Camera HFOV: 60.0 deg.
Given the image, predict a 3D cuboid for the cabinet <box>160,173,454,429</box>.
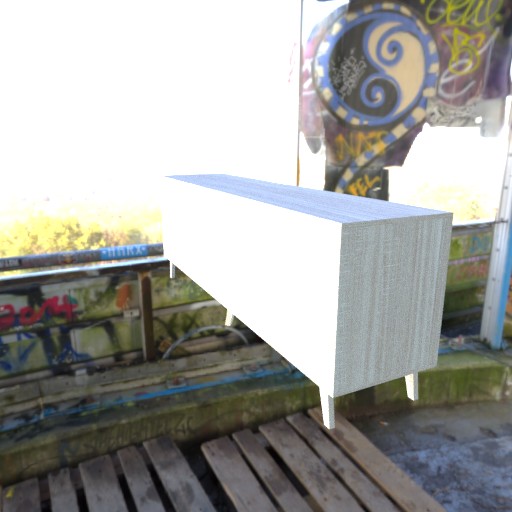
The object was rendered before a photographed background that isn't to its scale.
[{"bbox_3d":[0.000,0.000,2.542,0.500,0.780,2.200,-7,16,-26],"label":"cabinet"}]
